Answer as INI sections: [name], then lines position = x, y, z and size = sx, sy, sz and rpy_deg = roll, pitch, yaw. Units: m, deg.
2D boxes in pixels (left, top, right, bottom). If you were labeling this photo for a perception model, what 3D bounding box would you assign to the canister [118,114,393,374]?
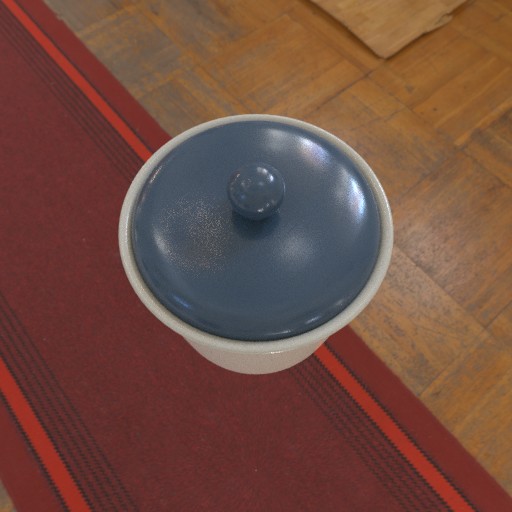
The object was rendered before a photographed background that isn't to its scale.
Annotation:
[canister]
position = 0.000, 0.000, 0.348
size = 0.182, 0.208, 0.182
rpy_deg = 0, 64, 0
